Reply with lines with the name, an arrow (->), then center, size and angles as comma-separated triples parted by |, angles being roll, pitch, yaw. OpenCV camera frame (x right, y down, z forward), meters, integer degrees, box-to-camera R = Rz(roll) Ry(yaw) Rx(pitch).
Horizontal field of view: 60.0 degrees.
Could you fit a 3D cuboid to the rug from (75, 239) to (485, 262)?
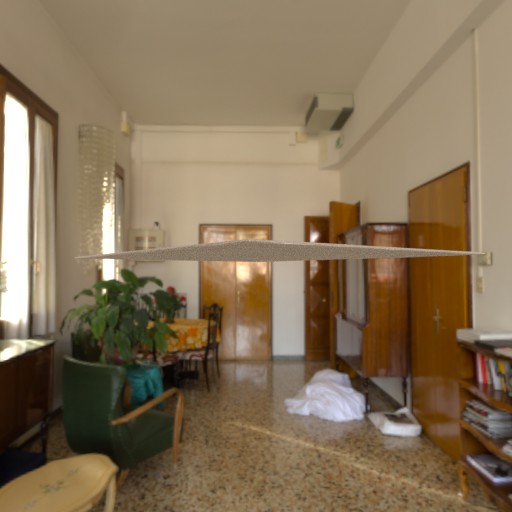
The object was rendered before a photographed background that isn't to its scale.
rug -> 0.000, 0.000, 3.901 | 2.288, 0.018, 2.895 | 2, -3, -37
